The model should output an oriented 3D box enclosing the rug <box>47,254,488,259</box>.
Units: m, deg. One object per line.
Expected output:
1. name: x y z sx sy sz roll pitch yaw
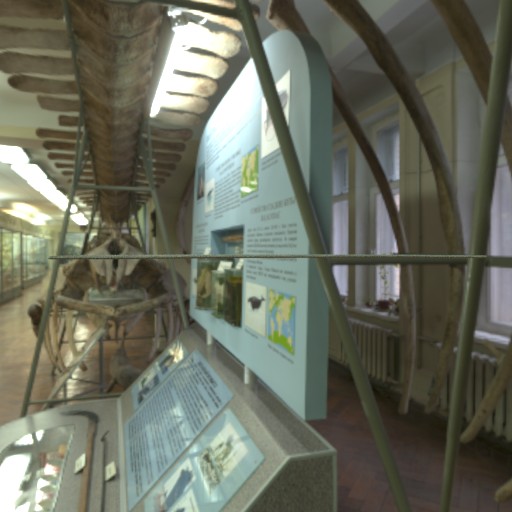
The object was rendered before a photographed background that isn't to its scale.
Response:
1. rug: 0.000 0.000 2.317 1.830 0.016 1.224 0 0 -17
